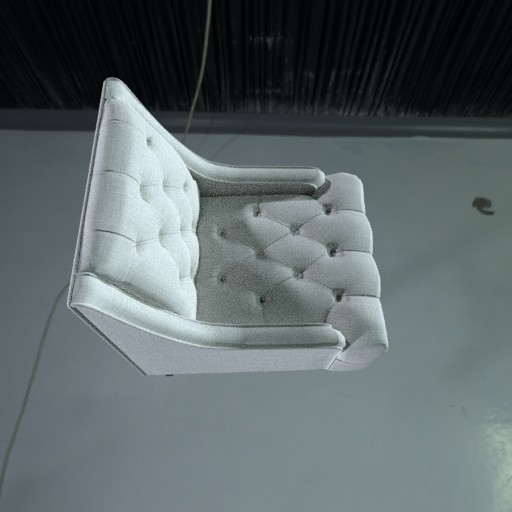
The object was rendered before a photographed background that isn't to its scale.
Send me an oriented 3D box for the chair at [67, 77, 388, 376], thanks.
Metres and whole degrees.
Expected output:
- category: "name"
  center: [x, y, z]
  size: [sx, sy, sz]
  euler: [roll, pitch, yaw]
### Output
- category: "chair"
  center: [0.000, 0.000, 1.401]
  size: [0.772, 0.891, 0.658]
  euler: [-2, 64, -1]
